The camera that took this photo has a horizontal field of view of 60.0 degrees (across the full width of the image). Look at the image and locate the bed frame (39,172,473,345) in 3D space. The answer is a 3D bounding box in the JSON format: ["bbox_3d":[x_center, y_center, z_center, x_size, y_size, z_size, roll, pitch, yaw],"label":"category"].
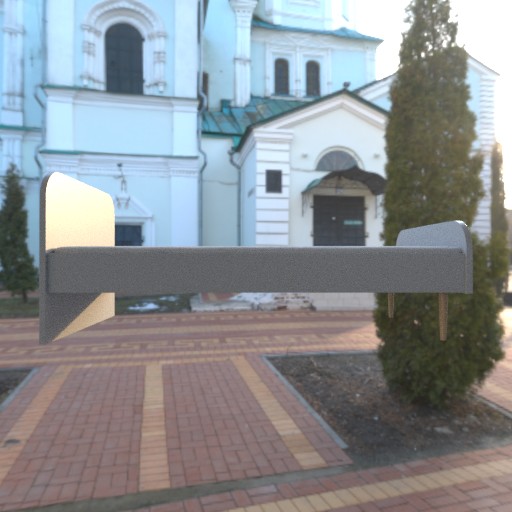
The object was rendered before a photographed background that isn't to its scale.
[{"bbox_3d":[0.000,0.000,2.505,1.963,0.805,0.998,0,0,0],"label":"bed frame"}]
